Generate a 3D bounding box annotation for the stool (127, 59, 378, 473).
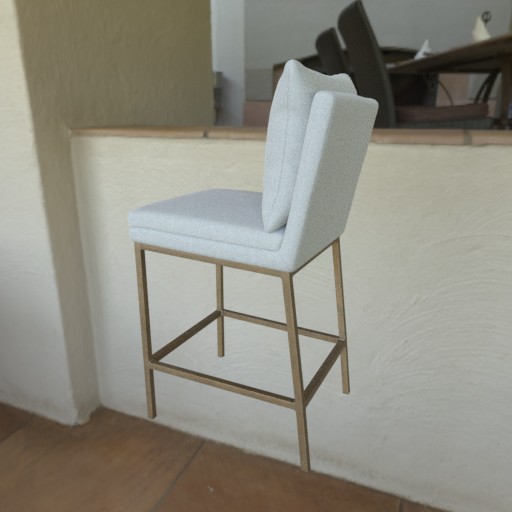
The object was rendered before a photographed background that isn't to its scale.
[{"bbox_3d":[0.000,0.000,1.329,0.572,1.032,0.463,9,20,25],"label":"stool"}]
